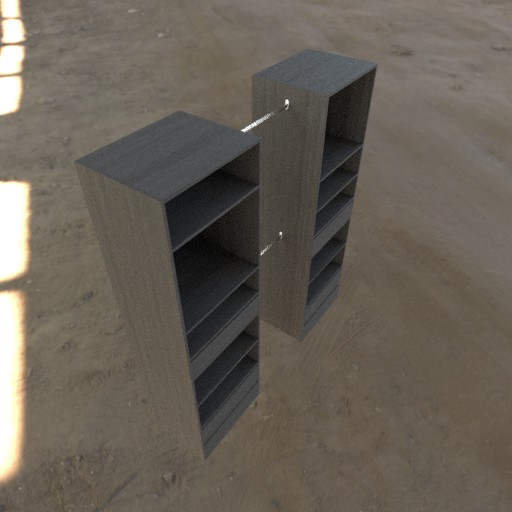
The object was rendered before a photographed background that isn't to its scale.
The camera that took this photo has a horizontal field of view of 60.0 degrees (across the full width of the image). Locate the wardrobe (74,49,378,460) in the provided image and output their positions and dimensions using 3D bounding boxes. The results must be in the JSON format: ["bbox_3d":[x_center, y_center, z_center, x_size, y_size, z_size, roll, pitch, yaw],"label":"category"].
[{"bbox_3d":[0.000,0.000,2.831,0.480,2.000,1.770,26,47,26],"label":"wardrobe"}]
